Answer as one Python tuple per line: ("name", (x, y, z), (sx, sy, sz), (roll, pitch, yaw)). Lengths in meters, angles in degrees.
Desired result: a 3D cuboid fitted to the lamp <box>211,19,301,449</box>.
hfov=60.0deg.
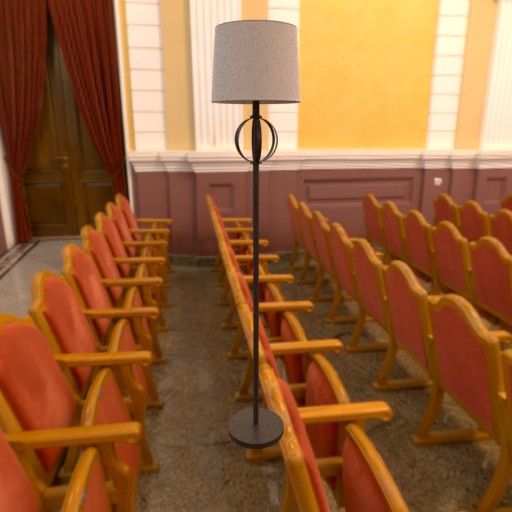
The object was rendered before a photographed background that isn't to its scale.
("lamp", (0.000, 0.000, 1.576), (0.286, 1.462, 0.286), (-3, 17, -8))
